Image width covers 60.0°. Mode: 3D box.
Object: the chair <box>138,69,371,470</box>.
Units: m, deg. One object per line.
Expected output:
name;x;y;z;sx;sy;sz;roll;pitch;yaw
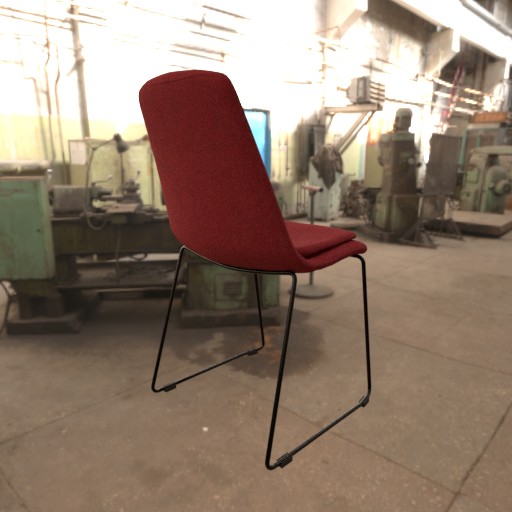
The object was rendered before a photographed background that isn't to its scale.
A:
chair;0.000;0.000;1.178;0.479;0.858;0.518;13;18;44
